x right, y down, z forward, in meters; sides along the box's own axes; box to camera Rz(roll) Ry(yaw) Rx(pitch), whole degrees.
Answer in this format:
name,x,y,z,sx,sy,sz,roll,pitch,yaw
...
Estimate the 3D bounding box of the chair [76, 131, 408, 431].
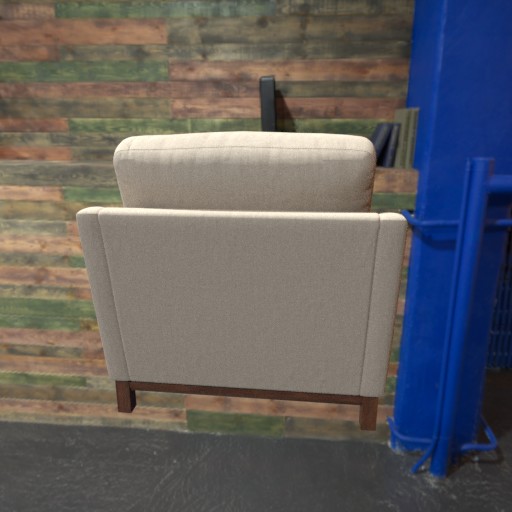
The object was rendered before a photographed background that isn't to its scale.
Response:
name,x,y,z,sx,sy,sz,roll,pitch,yaw
chair,0.000,0.000,1.695,0.912,0.916,1.001,2,16,6
